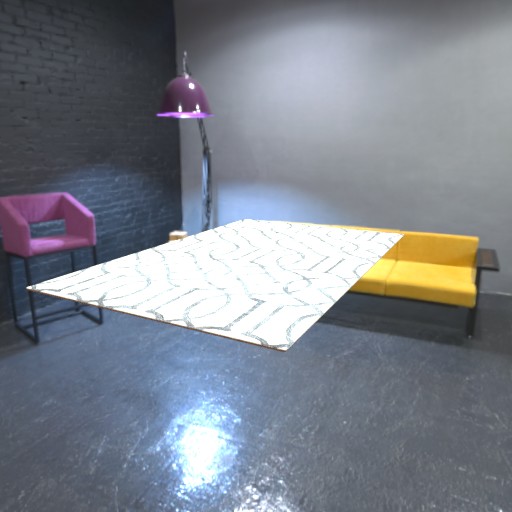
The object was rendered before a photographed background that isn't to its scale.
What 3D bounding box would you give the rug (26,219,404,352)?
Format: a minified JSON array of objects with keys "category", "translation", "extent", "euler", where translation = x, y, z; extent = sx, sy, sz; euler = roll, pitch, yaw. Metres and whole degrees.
[{"category":"rug","translation":[0.000,0.000,3.016],"extent":[1.521,0.017,2.365],"euler":[8,17,27]}]
